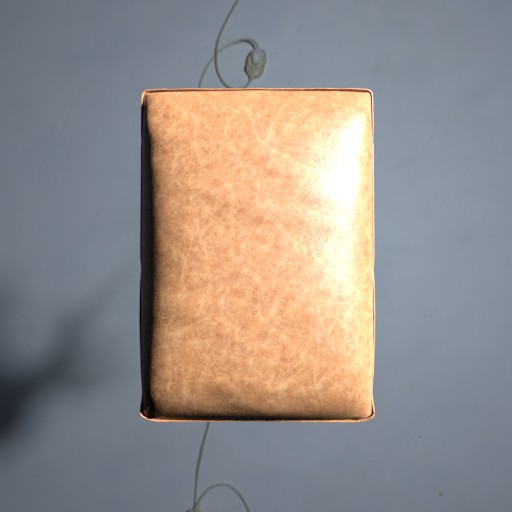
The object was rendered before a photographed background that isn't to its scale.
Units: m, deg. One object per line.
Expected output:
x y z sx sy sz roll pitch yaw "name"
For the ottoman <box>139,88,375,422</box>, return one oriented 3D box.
0.000 0.000 1.090 0.533 0.480 0.710 0 88 0 "ottoman"
